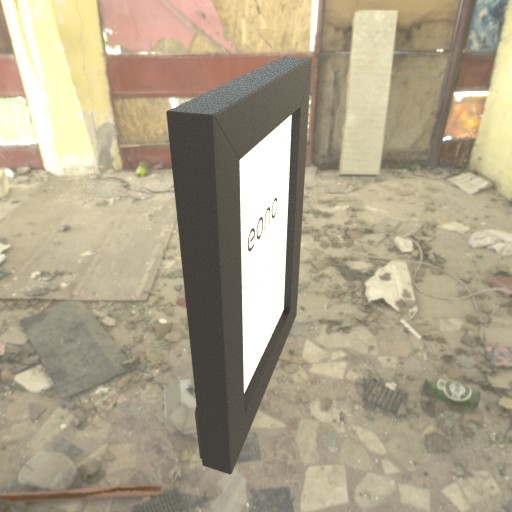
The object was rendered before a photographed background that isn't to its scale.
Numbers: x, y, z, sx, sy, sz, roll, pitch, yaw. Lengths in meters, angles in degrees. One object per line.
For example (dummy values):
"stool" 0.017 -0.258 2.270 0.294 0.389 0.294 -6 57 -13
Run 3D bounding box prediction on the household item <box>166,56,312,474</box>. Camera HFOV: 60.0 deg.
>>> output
"household item" 0.000 0.000 0.233 0.022 0.178 0.133 10 33 16
